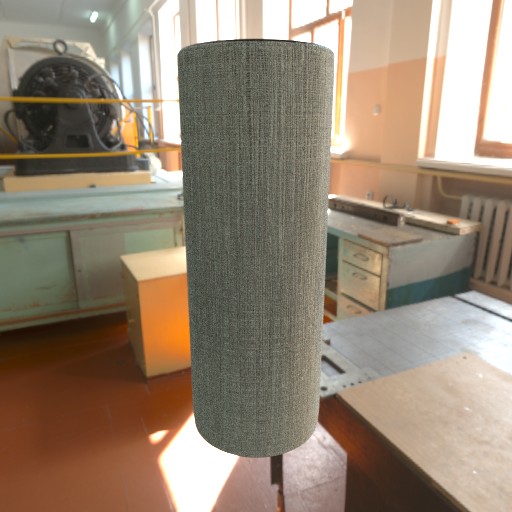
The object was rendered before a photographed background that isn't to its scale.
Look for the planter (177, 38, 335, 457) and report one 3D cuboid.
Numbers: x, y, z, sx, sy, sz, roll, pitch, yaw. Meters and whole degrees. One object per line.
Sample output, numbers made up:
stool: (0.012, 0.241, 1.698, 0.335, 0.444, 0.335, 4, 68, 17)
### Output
planter: (0.000, 0.000, 0.321, 0.100, 0.270, 0.100, 3, 16, 10)
